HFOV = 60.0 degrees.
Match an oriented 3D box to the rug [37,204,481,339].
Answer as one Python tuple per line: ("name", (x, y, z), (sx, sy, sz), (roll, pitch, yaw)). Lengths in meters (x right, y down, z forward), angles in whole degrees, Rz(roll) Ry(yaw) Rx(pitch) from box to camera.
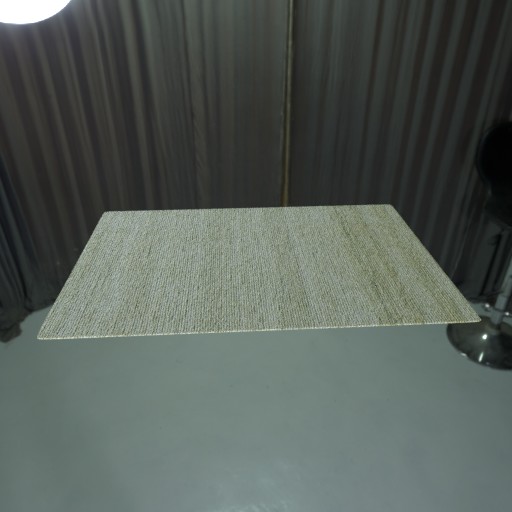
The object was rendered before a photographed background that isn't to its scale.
("rug", (0.000, 0.000, 2.223), (1.758, 0.010, 1.143), (-2, 31, -3))
